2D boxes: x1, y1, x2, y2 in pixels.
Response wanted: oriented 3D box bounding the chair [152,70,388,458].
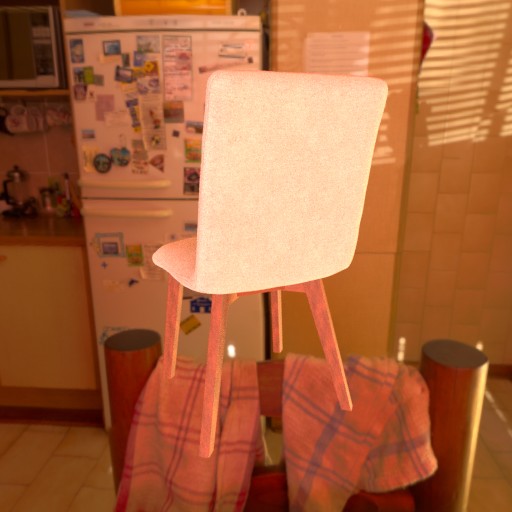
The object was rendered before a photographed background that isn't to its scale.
[{"bbox_3d":[0.000,0.000,1.330,0.522,0.974,0.563,-7,17,-25],"label":"chair"}]
